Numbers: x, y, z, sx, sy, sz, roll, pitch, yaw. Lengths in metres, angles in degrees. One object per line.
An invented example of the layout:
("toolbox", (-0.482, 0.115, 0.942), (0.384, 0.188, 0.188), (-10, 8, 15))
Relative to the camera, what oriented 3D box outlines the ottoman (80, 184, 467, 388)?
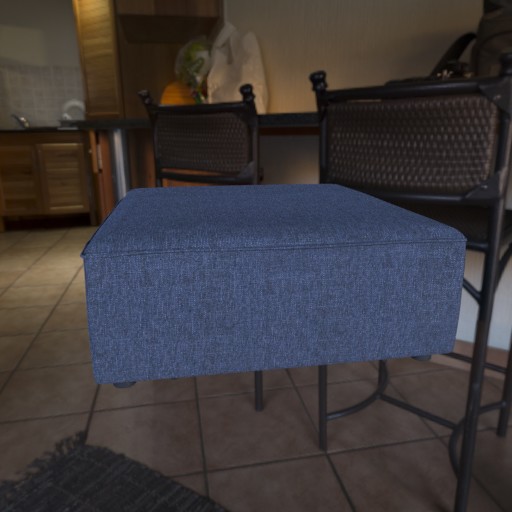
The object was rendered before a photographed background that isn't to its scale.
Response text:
("ottoman", (0.000, 0.000, 1.622), (1.023, 0.423, 1.017), (-3, 17, -8))
